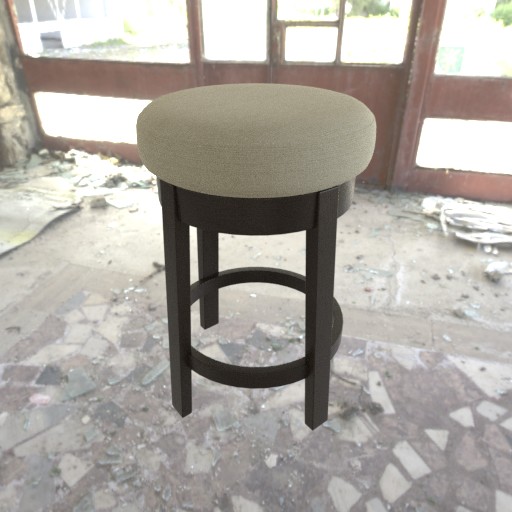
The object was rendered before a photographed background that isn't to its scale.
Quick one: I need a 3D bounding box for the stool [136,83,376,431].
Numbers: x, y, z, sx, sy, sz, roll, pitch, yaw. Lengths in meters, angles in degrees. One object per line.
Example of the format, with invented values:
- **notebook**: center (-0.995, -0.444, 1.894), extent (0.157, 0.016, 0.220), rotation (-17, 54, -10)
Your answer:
- **stool**: center (0.000, 0.000, 0.949), extent (0.449, 0.655, 0.449), rotation (0, 30, 0)
